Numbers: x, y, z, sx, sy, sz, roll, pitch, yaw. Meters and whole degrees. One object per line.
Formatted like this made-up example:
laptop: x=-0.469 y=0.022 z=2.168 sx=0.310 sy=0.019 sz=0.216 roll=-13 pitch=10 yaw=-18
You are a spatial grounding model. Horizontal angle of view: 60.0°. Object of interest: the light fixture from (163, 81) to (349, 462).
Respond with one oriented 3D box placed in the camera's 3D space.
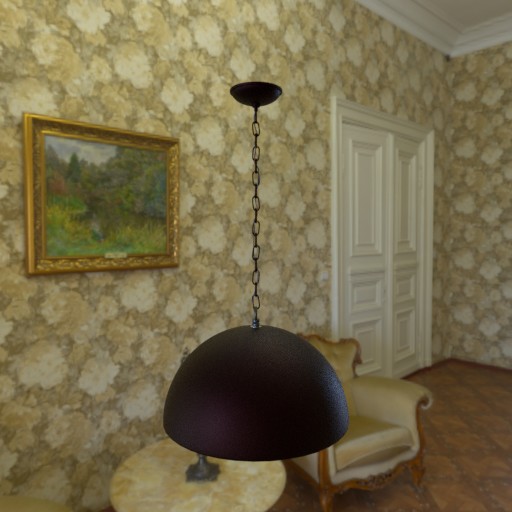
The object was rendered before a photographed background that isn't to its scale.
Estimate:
light fixture: x=0.000 y=0.000 z=1.181 sx=0.492 sy=0.869 sz=0.492 roll=0 pitch=2 yaw=1
